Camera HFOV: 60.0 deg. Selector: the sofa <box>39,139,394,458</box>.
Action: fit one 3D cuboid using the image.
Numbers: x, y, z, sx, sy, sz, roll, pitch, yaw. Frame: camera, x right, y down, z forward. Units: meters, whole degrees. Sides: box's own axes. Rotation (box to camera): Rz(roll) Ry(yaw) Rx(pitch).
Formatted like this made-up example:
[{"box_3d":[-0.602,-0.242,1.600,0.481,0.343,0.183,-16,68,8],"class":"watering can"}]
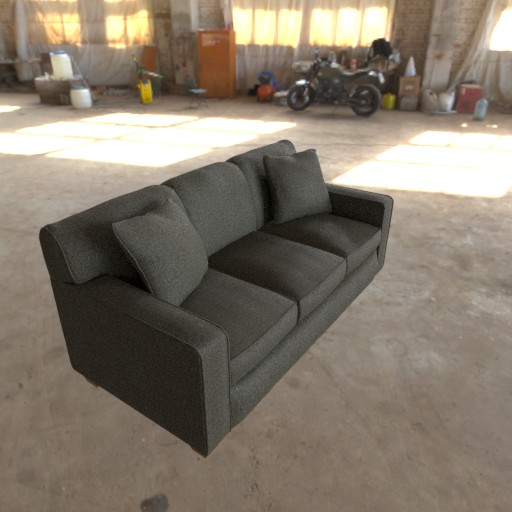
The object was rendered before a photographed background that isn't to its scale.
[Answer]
[{"box_3d":[0.000,0.000,2.637,0.997,0.958,2.024,18,32,31],"class":"sofa"}]
